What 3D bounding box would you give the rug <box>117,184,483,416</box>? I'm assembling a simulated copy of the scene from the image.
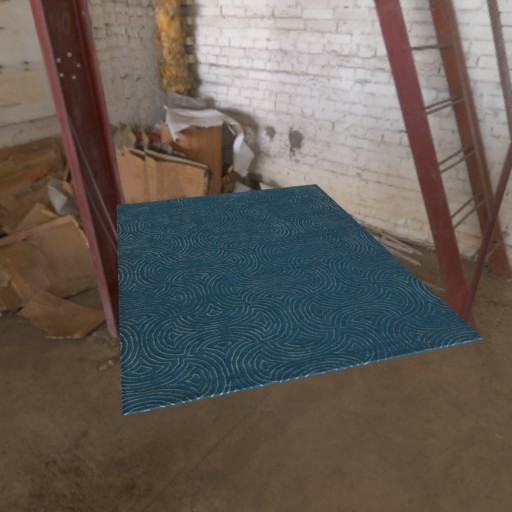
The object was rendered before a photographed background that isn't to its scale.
[{"bbox_3d":[0.000,0.000,4.058,2.432,0.012,3.033,-8,31,-13],"label":"rug"}]
